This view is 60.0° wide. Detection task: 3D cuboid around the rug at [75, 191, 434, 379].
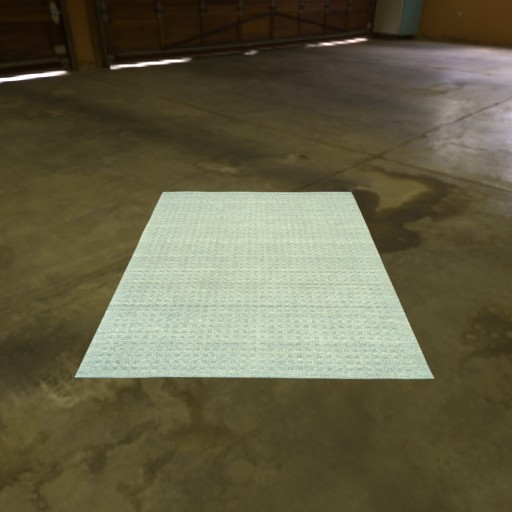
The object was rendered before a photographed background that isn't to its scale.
[{"bbox_3d":[0.000,0.000,4.360,2.443,0.007,3.200,0,31,0],"label":"rug"}]
